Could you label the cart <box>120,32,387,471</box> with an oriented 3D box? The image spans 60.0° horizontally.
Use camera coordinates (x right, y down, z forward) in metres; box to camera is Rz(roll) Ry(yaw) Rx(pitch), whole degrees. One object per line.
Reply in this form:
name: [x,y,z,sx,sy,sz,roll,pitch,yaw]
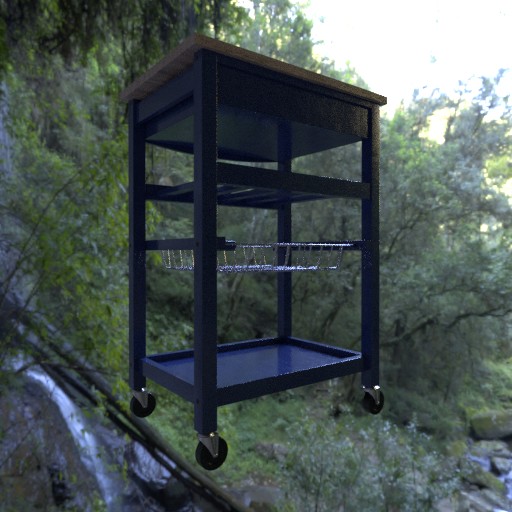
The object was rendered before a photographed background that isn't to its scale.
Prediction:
cart: [0.000,0.000,1.163,0.584,0.839,0.403,0,1,-37]
